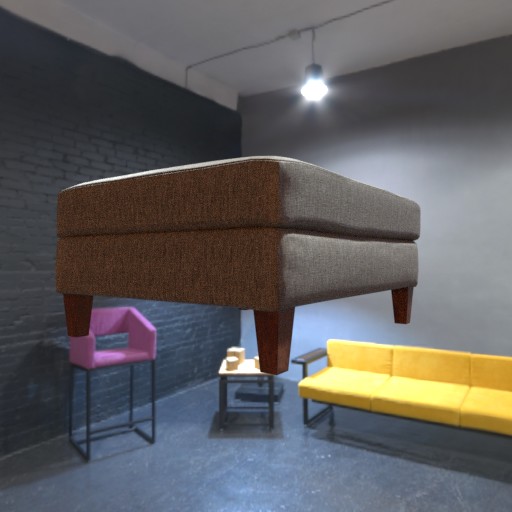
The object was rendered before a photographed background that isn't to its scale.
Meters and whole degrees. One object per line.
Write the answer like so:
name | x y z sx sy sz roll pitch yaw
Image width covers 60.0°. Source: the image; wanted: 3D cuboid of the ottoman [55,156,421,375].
ottoman | 0.000 0.000 1.499 0.839 0.492 0.994 0 0 36
